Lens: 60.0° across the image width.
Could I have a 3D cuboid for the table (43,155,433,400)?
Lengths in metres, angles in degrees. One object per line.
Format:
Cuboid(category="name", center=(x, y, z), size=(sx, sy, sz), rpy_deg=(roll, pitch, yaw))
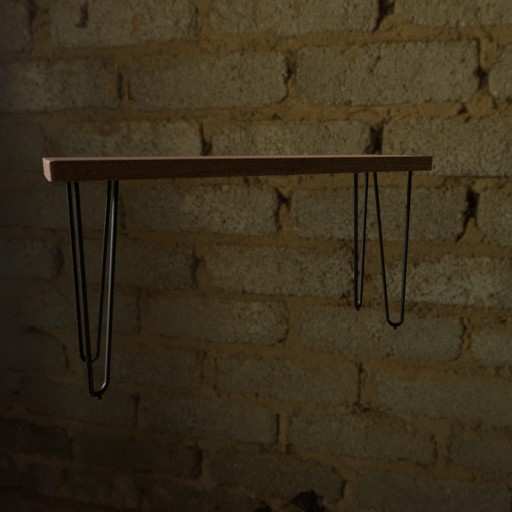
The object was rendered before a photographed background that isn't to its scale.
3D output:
Cuboid(category="table", center=(0.000, 0.000, 1.908), size=(1.570, 0.834, 0.425), rpy_deg=(-7, 15, -26))
